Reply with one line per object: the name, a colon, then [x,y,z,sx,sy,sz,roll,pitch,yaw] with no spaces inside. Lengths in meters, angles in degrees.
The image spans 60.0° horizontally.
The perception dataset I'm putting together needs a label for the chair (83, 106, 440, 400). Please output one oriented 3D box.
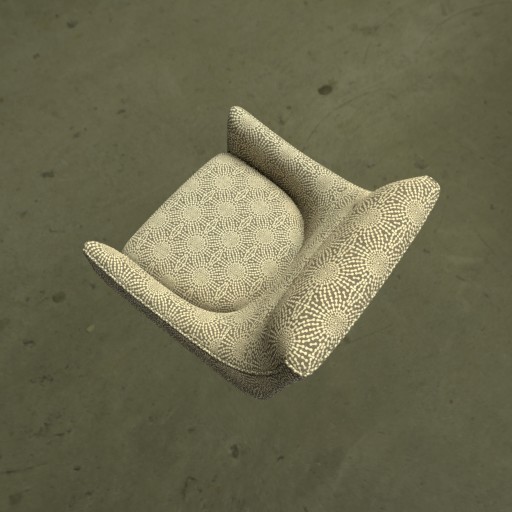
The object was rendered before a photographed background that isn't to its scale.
chair: [0.000,0.000,1.499,0.787,0.838,0.762,35,69,15]
